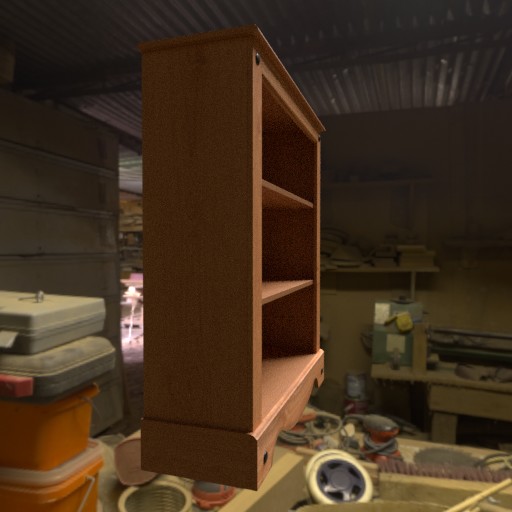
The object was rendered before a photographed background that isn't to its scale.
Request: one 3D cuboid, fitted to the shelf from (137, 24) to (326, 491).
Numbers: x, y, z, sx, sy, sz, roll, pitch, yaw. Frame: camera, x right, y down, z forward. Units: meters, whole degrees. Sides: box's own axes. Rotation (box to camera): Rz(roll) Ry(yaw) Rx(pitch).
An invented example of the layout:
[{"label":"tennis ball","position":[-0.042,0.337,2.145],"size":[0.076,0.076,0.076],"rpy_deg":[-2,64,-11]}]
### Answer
[{"label":"shelf","position":[0.000,0.000,1.369],"size":[0.291,0.980,0.840],"rpy_deg":[0,1,18]}]
